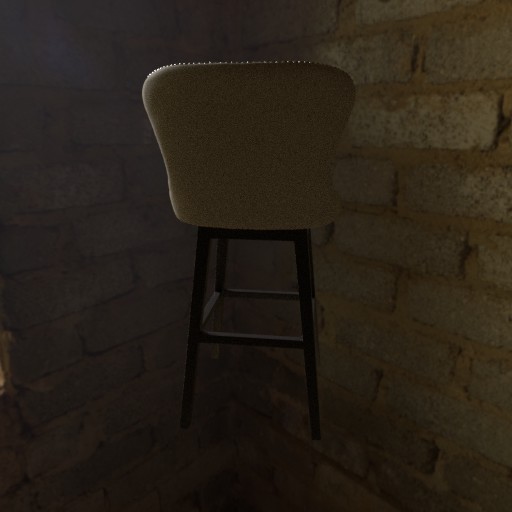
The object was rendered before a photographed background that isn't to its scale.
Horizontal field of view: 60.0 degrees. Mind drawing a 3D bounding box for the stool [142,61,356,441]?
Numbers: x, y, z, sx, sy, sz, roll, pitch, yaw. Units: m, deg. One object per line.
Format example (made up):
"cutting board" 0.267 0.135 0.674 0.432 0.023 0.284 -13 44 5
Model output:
"stool" 0.000 0.000 1.397 0.528 1.066 0.605 2 17 7
